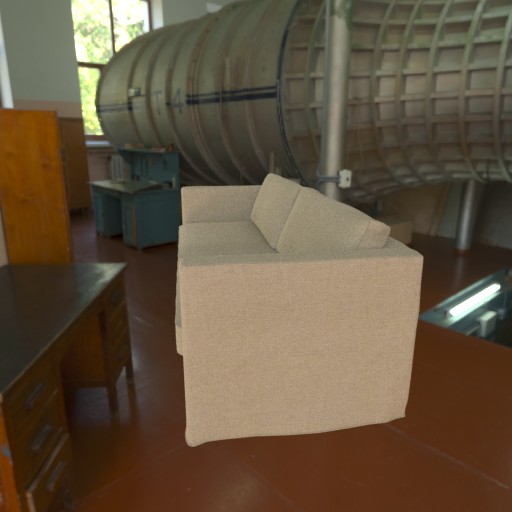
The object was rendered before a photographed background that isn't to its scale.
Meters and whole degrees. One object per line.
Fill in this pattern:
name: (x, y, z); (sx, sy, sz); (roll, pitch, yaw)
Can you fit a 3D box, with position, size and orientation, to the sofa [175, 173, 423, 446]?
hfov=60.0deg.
sofa: (0.000, 0.000, 2.740); (0.956, 0.847, 2.296); (-2, 16, -9)
